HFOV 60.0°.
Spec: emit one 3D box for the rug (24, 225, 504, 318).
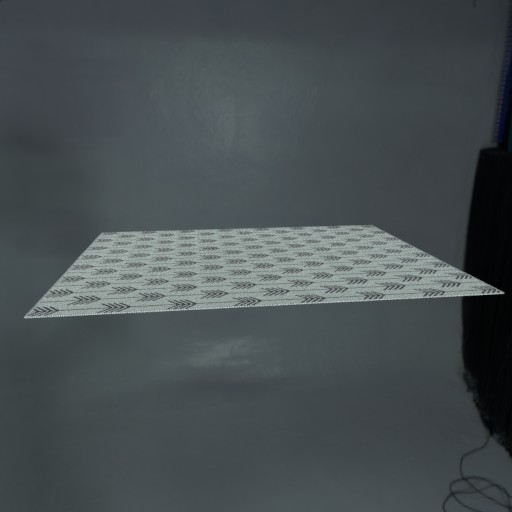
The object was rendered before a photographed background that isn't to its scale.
[{"bbox_3d":[0.000,0.000,3.895,3.061,0.010,2.330,-2,16,-7],"label":"rug"}]
